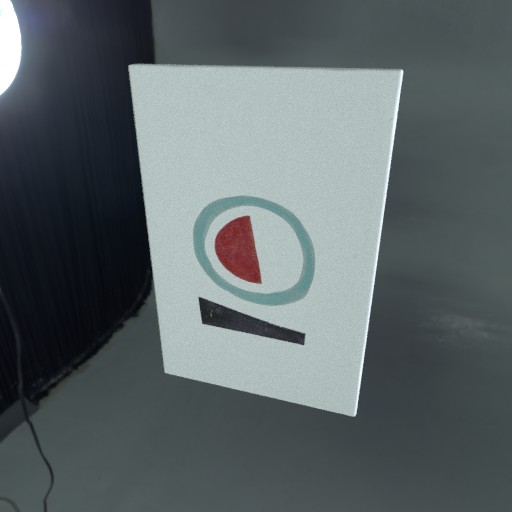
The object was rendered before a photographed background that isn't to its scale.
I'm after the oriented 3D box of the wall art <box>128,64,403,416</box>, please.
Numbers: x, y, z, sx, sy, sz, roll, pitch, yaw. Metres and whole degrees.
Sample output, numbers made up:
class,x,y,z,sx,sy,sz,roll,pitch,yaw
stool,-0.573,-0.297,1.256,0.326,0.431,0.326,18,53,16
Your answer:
class,x,y,z,sx,sy,sz,roll,pitch,yaw
wall art,0.000,0.000,1.146,0.602,0.902,0.048,8,28,16
